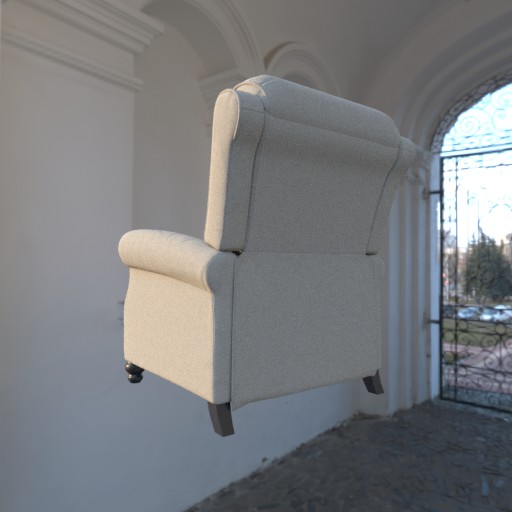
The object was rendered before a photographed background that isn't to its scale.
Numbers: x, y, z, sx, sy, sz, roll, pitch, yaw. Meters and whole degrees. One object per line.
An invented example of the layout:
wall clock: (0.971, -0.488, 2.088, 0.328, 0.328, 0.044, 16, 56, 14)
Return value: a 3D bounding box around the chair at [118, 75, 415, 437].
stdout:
chair: (0.000, 0.000, 1.747, 0.859, 1.046, 0.919, 1, -1, -37)
